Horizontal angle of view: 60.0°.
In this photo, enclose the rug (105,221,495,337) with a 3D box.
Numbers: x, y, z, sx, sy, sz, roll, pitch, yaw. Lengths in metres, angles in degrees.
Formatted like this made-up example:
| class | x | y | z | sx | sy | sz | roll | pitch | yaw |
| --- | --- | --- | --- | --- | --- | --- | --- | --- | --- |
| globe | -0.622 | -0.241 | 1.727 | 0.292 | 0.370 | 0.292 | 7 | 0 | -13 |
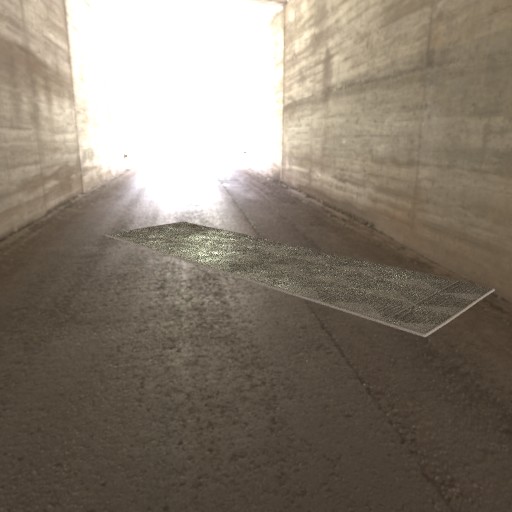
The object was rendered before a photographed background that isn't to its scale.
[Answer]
| class | x | y | z | sx | sy | sz | roll | pitch | yaw |
| --- | --- | --- | --- | --- | --- | --- | --- | --- | --- |
| rug | 0.000 | 0.000 | 2.364 | 0.645 | 0.015 | 2.182 | -14 | 20 | -43 |
